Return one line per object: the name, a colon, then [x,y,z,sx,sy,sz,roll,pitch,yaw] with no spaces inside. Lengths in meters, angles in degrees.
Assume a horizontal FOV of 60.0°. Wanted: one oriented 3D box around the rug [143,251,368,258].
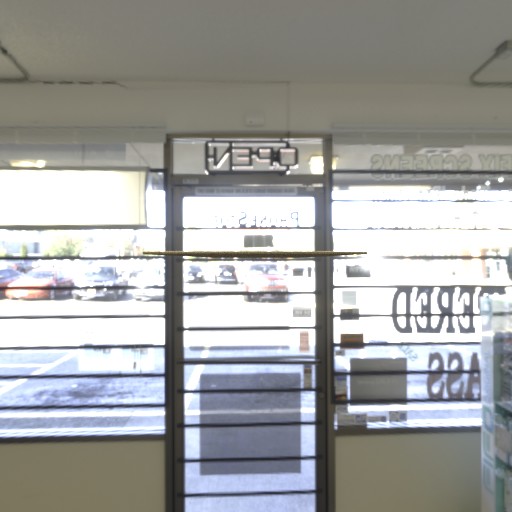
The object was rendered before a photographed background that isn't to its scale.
rug: [0.000,0.000,2.722,0.769,0.012,2.448,0,-1,0]
